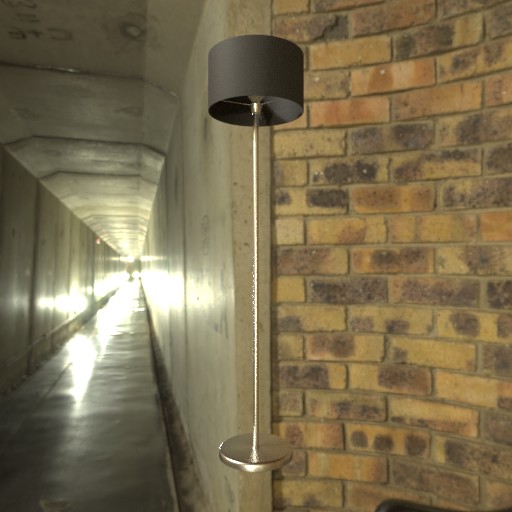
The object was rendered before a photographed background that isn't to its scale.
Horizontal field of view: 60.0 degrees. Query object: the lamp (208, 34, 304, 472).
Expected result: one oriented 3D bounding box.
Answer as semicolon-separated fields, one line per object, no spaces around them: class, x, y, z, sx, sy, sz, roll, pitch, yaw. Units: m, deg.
lamp;0.000;0.000;1.617;0.348;1.443;0.348;0;0;37
